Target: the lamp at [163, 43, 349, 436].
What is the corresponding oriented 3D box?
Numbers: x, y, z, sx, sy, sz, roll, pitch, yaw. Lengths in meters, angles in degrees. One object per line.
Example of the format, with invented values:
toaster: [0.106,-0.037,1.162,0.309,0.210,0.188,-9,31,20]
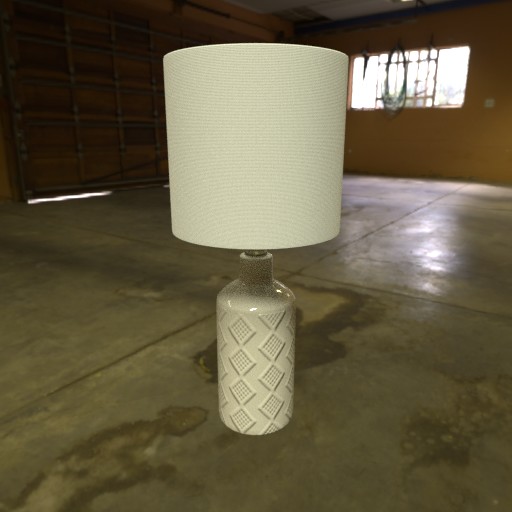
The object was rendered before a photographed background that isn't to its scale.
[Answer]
lamp: [0.000,0.000,0.566,0.207,0.461,0.207,-3,16,-9]
